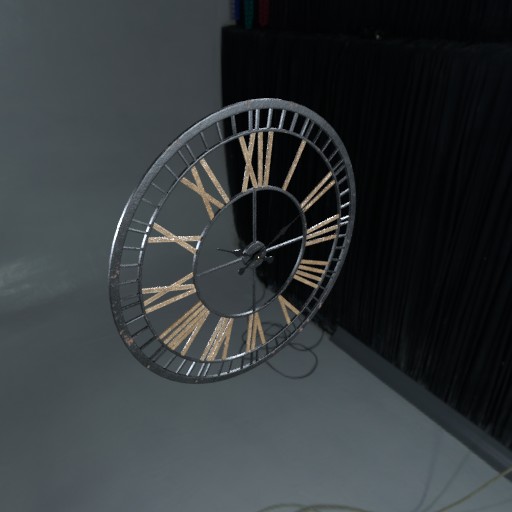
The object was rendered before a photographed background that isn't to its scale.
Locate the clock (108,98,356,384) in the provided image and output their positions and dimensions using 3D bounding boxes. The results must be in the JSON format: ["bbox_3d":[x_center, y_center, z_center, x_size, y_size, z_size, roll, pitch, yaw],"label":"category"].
[{"bbox_3d":[0.000,0.000,1.253,0.843,0.843,0.025,-21,35,-33],"label":"clock"}]
